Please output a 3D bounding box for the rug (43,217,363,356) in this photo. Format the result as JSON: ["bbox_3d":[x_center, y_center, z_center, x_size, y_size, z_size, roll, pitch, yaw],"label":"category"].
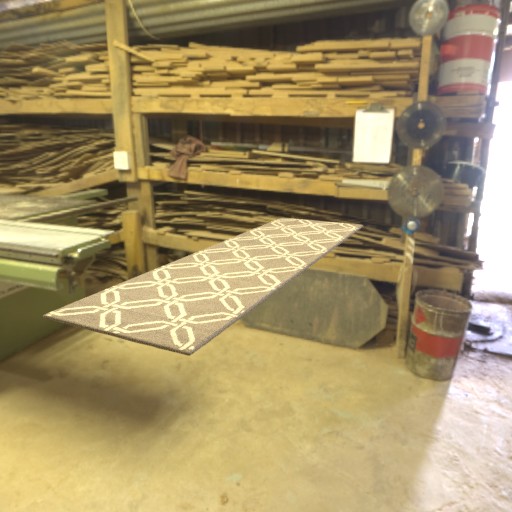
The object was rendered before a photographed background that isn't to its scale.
[{"bbox_3d":[0.000,0.000,2.521,0.678,0.014,2.276,8,17,26],"label":"rug"}]
